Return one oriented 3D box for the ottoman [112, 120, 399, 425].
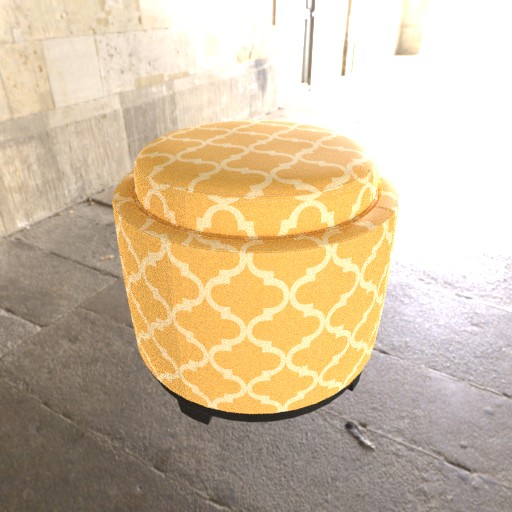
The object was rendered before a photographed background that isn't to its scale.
[{"bbox_3d":[0.000,0.000,0.828,0.480,0.429,0.480,0,31,0],"label":"ottoman"}]
